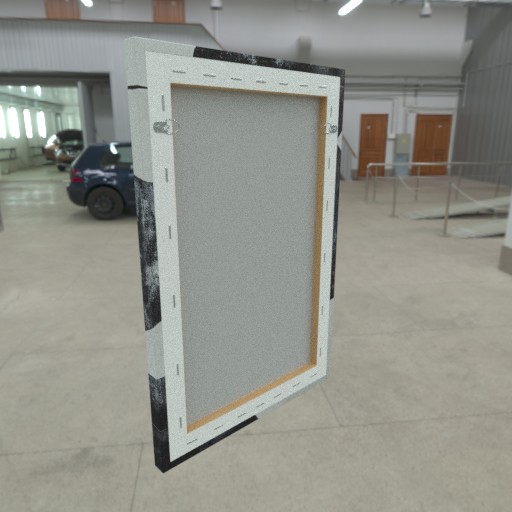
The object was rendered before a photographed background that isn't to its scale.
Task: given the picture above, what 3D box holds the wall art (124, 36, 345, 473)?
[{"bbox_3d":[0.000,0.000,1.105,0.610,0.915,0.041,-14,21,-41],"label":"wall art"}]
